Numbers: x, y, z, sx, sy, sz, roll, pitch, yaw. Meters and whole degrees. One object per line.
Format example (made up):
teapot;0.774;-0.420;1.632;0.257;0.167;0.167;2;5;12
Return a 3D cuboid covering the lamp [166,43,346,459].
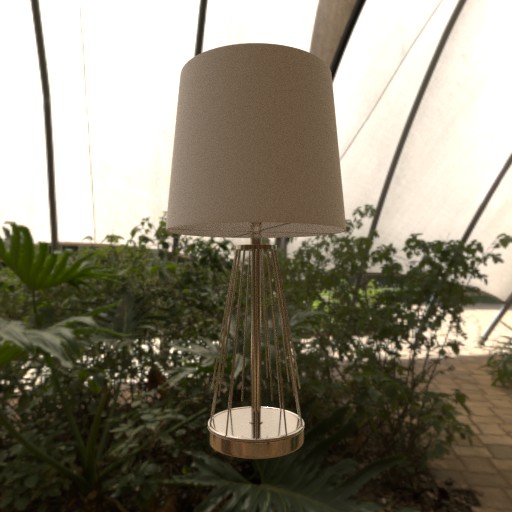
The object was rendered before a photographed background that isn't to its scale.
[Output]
lamp;0.000;0.000;0.758;0.303;0.618;0.303;0;-2;0
